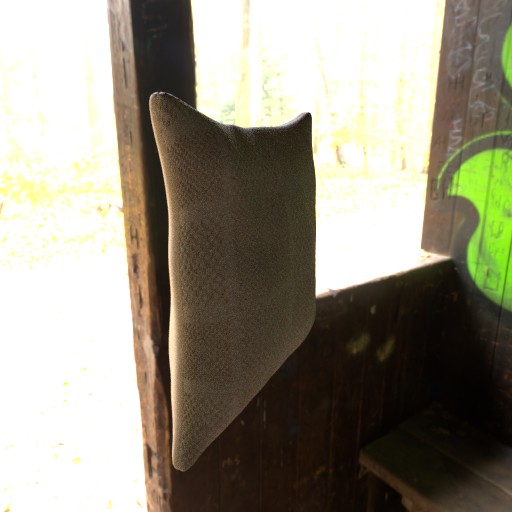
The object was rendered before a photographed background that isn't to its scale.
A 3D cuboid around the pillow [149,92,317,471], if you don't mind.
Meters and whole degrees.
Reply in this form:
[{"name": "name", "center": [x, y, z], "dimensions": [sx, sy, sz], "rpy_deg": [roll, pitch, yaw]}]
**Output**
[{"name": "pillow", "center": [0.000, 0.000, 0.667], "dimensions": [0.138, 0.432, 0.436], "rpy_deg": [7, 17, 25]}]
